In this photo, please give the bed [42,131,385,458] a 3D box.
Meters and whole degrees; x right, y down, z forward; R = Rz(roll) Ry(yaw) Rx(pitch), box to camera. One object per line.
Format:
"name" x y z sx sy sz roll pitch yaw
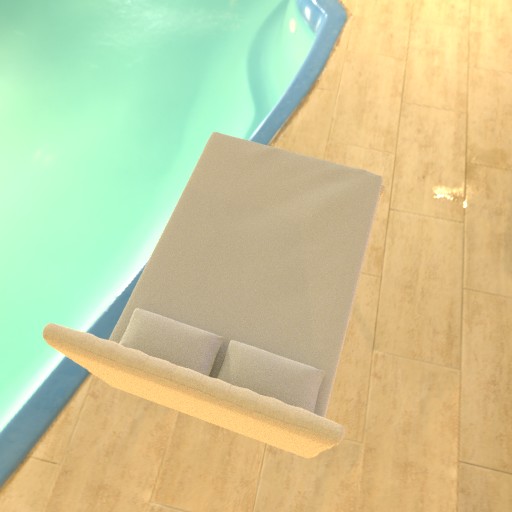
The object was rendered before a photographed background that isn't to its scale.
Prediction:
"bed" 0.000 0.000 3.398 1.698 1.427 2.387 17 65 8
